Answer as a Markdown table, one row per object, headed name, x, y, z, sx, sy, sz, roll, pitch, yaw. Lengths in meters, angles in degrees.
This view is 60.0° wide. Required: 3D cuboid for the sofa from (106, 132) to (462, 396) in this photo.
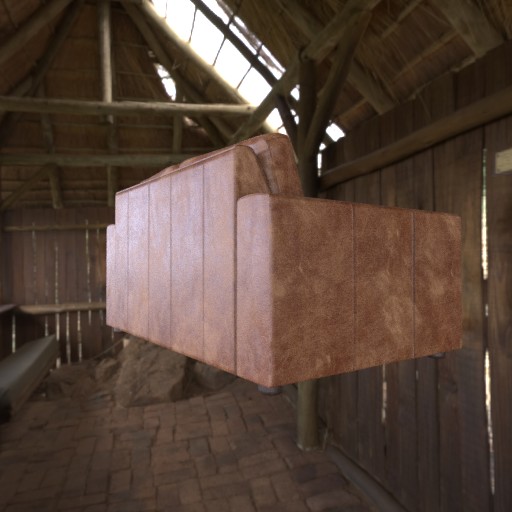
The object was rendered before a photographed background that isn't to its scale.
| name | x | y | z | sx | sy | sz | roll | pitch | yaw |
| --- | --- | --- | --- | --- | --- | --- | --- | --- | --- |
| sofa | 0.000 | 0.000 | 2.259 | 1.041 | 0.889 | 1.626 | 0 | -1 | -35 |
